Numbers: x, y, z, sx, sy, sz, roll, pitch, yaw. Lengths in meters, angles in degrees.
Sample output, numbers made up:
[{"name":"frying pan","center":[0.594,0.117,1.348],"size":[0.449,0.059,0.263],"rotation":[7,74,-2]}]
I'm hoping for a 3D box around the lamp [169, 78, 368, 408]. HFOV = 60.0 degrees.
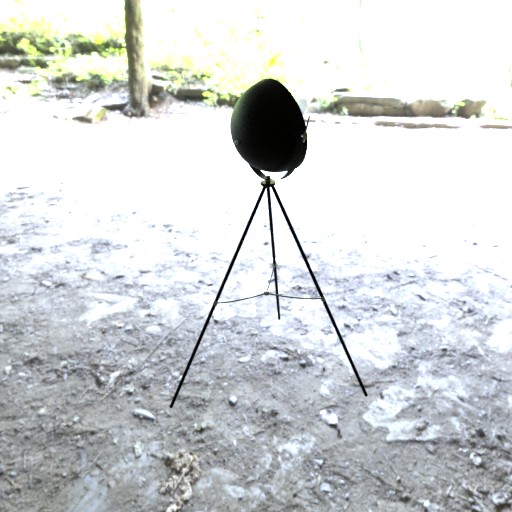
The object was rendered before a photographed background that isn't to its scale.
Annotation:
[{"name":"lamp","center":[0.000,0.000,2.038],"size":[0.920,1.512,0.817],"rotation":[-17,31,-30]}]
